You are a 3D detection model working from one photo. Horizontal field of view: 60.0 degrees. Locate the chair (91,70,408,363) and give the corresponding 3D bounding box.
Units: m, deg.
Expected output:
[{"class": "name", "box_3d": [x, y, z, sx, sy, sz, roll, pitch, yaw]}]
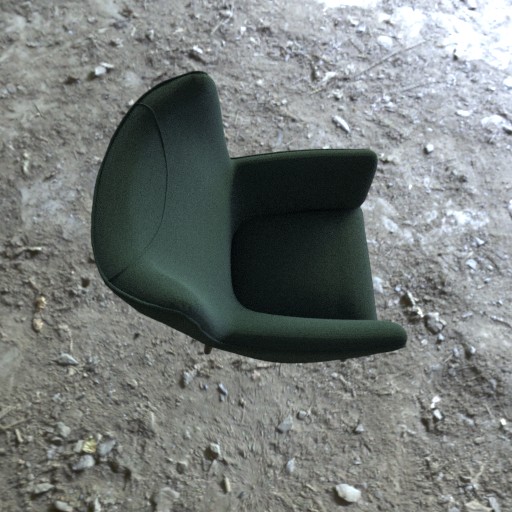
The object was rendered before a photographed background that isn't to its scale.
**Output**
[{"class": "chair", "box_3d": [0.000, 0.000, 1.560, 0.888, 0.933, 0.781, 0, 62, 0]}]
